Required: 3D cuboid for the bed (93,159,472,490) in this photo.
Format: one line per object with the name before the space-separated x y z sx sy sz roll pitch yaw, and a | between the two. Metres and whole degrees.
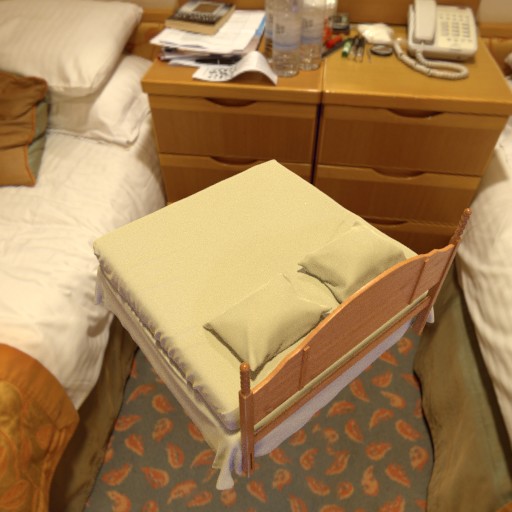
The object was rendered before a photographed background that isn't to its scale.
bed | 0.000 0.000 3.561 2.322 1.355 2.219 -29 52 -26
